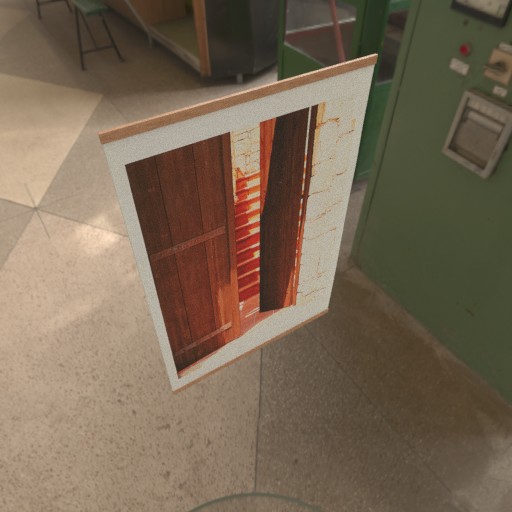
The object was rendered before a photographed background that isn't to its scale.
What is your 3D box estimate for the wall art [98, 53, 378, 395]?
[{"bbox_3d":[0.000,0.000,1.948,1.019,1.527,0.019,-24,51,-21],"label":"wall art"}]
